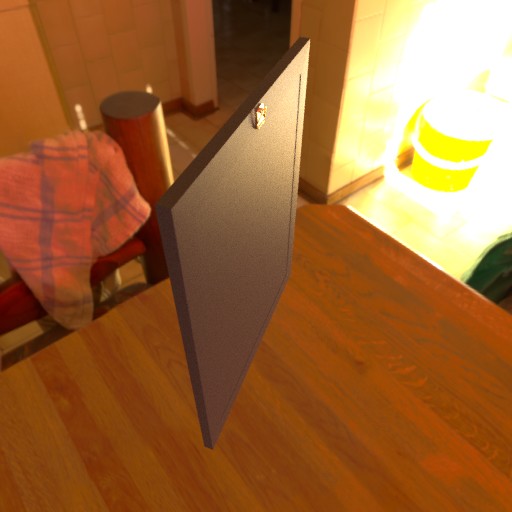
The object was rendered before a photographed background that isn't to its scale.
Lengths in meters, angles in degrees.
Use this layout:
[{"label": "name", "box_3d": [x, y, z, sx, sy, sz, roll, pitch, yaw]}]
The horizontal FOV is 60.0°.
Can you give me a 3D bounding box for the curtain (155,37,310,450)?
[{"label": "curtain", "box_3d": [0.000, 0.000, 0.793, 0.027, 0.585, 0.483, 15, 47, 15]}]
